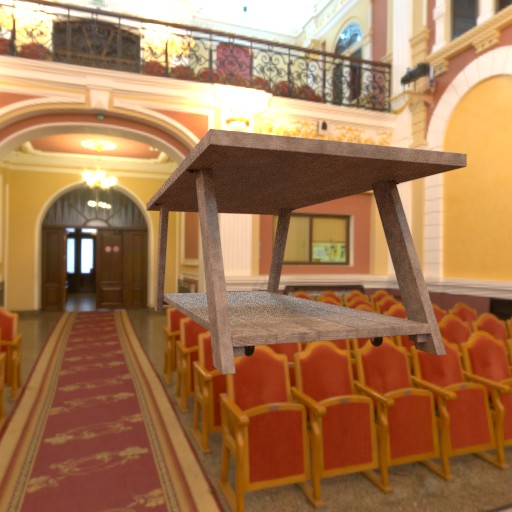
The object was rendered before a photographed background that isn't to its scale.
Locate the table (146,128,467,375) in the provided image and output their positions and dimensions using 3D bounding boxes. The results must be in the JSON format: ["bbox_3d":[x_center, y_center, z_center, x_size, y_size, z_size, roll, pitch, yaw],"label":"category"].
[{"bbox_3d":[0.000,0.000,1.502,0.610,0.470,1.219,0,0,-19],"label":"table"}]
